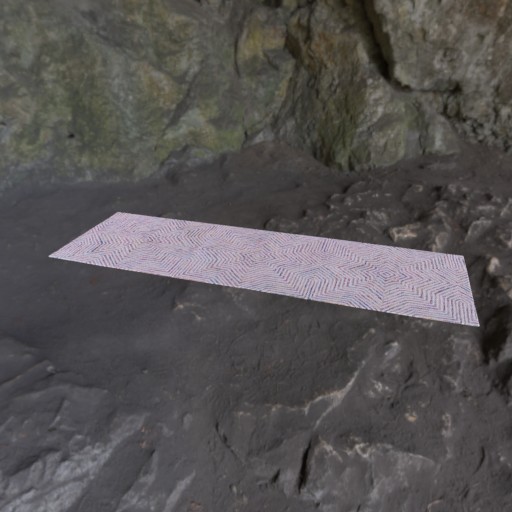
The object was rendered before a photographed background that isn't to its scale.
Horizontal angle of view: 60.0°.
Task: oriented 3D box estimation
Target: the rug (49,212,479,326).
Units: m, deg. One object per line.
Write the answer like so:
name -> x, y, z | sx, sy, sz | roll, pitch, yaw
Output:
rug -> 0.000, 0.000, 2.732 | 2.443, 0.009, 0.771 | 8, 29, 15
